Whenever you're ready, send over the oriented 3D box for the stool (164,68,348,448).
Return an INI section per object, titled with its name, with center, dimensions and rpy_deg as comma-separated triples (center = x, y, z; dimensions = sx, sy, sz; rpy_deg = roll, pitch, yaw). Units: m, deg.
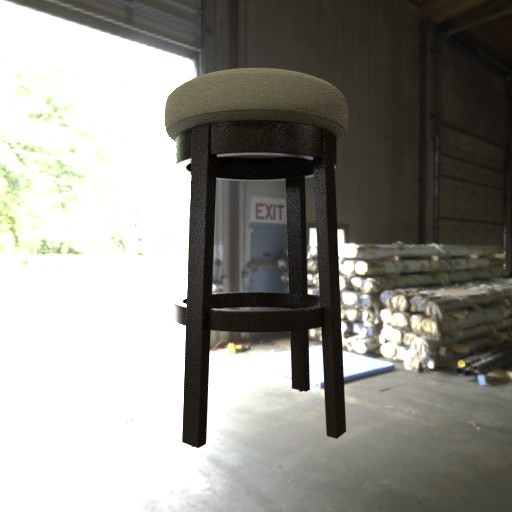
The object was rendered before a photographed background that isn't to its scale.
[stool]
center = 0.000, 0.000, 1.055
dimensions = 0.446, 0.758, 0.446
rpy_deg = 0, 1, 0
